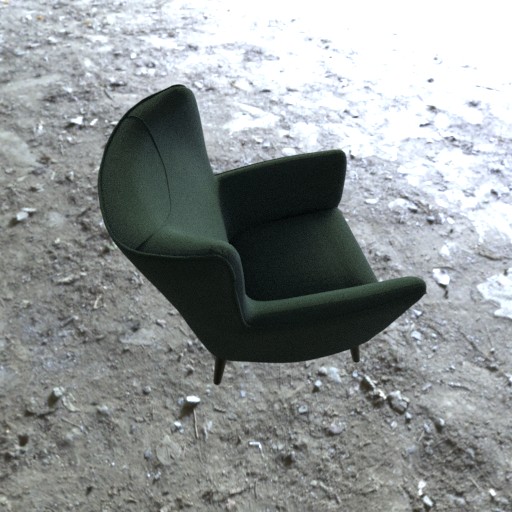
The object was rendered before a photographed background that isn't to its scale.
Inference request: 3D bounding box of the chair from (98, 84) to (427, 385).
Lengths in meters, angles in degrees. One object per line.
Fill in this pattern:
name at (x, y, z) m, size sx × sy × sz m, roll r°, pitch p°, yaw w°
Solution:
chair at (0.000, 0.000, 1.566) m, size 0.888 × 0.933 × 0.781 m, roll -10°, pitch 49°, yaw -9°
